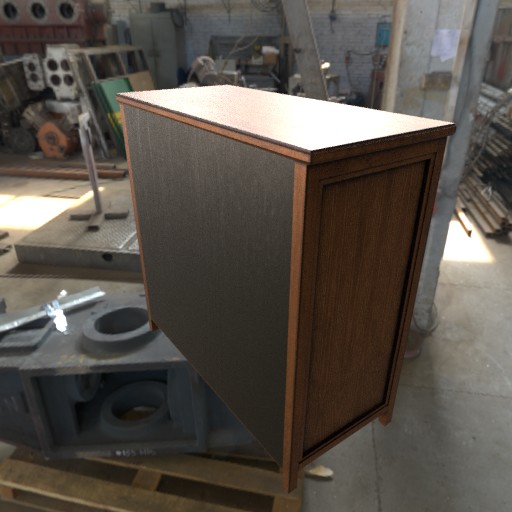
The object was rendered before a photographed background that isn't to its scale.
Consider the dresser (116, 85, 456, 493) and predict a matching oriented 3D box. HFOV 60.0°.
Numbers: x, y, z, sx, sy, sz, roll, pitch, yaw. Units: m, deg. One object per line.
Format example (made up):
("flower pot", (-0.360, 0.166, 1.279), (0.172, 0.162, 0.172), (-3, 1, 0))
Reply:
("dresser", (0.000, 0.000, 1.880), (0.591, 1.224, 1.250), (-18, 32, -31))
